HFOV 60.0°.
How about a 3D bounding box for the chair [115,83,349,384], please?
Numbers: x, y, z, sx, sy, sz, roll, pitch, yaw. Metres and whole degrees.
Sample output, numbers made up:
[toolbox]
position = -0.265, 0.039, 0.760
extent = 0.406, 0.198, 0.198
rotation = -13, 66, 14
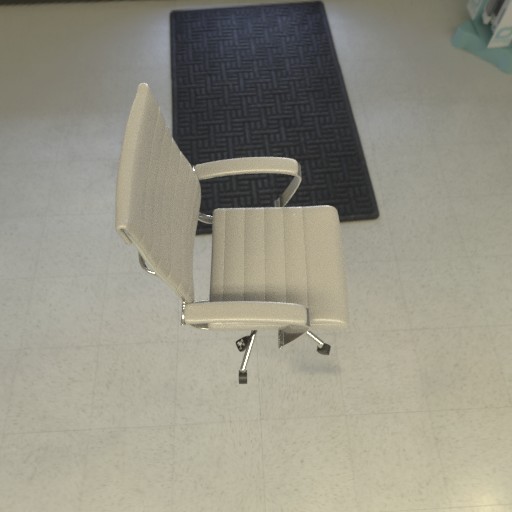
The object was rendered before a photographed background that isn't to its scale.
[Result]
[chair]
position = 0.000, 0.000, 1.573
extent = 0.667, 1.149, 0.679
rotation = 0, 63, 0
